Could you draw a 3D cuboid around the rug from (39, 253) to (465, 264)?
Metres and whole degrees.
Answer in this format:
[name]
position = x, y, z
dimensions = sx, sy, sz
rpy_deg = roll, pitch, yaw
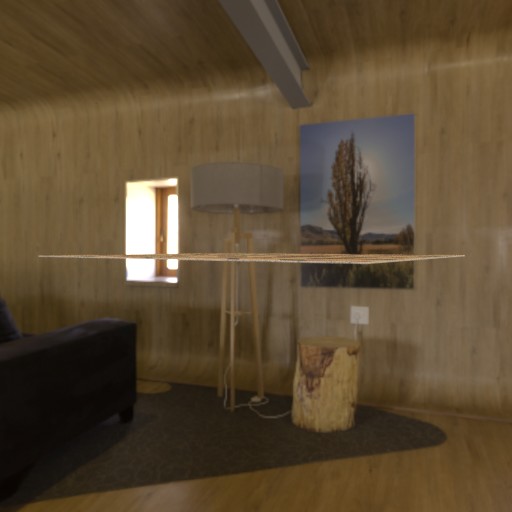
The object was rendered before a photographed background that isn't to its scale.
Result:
[rug]
position = 0.000, 0.000, 4.052
dimensions = 3.072, 0.011, 2.451
rpy_deg = 1, 1, 36
